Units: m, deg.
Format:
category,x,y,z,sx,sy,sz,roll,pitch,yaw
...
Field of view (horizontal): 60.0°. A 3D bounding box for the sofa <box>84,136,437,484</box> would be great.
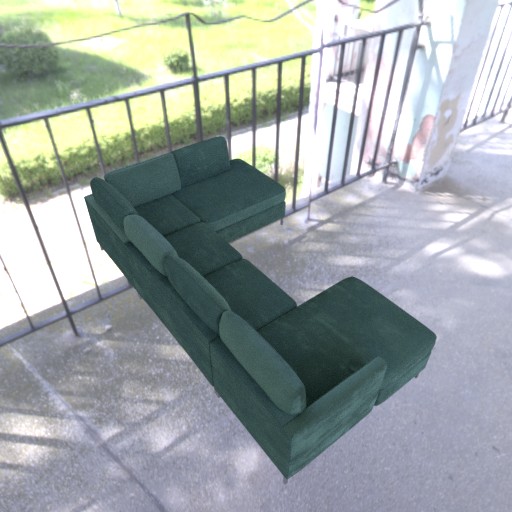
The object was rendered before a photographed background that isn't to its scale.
category,x,y,z,sx,sy,sz,roll,pitch,yaw
sofa,0.000,0.000,4.324,2.055,0.992,3.434,-26,47,-28
